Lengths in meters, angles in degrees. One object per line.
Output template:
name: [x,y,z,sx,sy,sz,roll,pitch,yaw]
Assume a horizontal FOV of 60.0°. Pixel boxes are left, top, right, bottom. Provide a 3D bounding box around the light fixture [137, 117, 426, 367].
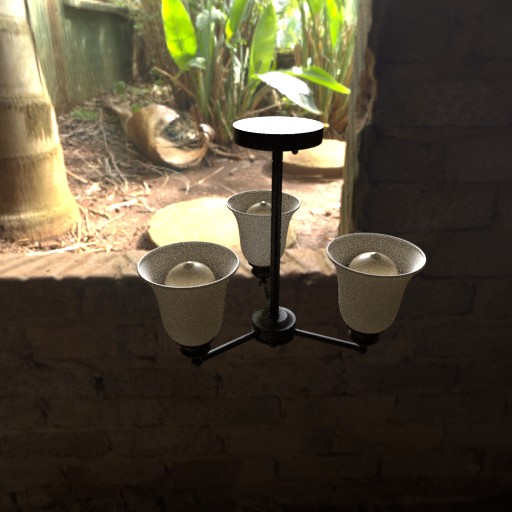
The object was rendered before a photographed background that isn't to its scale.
light fixture: [0.000,0.000,0.654,0.354,0.370,0.388,-18,32,-32]
